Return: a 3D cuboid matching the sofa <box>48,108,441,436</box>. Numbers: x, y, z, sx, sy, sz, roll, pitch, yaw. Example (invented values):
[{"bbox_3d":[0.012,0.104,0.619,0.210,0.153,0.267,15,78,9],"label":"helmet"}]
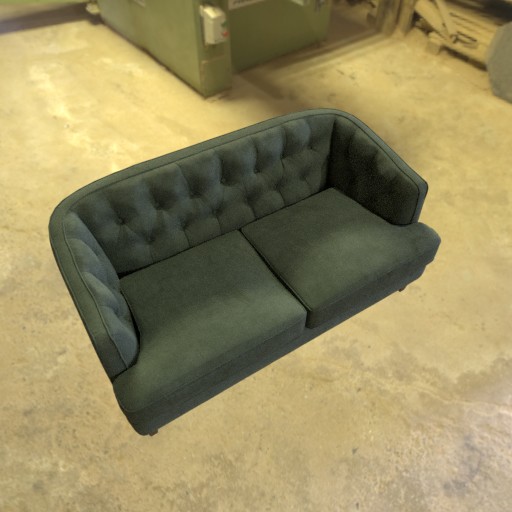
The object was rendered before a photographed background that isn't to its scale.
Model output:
[{"bbox_3d":[0.000,0.000,2.238,1.733,0.855,0.941,-25,52,-21],"label":"sofa"}]
